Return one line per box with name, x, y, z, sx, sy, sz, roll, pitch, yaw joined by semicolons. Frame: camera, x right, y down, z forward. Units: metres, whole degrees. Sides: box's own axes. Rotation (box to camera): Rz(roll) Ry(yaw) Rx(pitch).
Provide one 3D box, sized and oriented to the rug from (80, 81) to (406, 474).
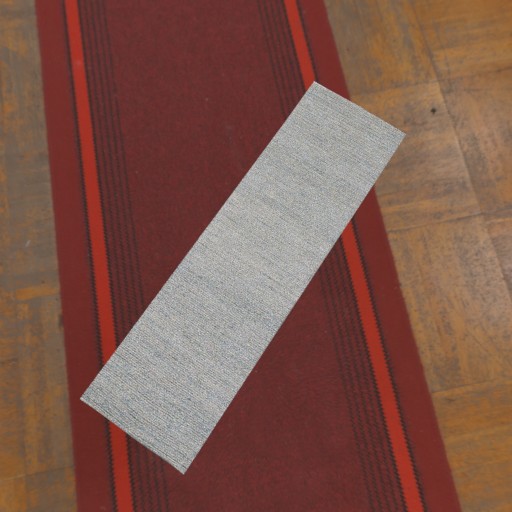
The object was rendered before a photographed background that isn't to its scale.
rug;0.000;0.000;2.543;0.675;0.037;2.341;33;78;8
